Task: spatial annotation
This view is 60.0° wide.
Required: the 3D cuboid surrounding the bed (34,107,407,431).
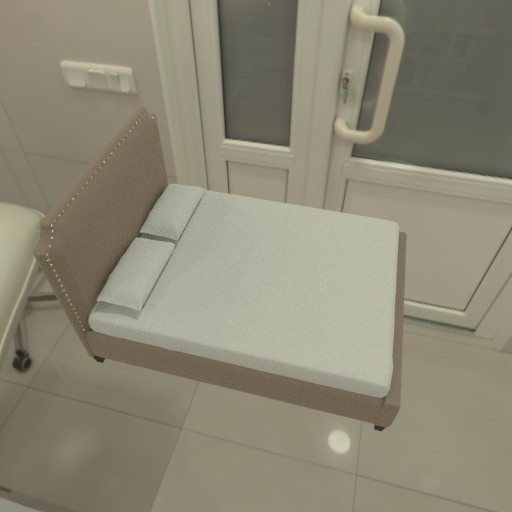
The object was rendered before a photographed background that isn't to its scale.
[{"bbox_3d":[0.000,0.000,3.429,2.372,1.443,1.713,11,48,10],"label":"bed"}]
